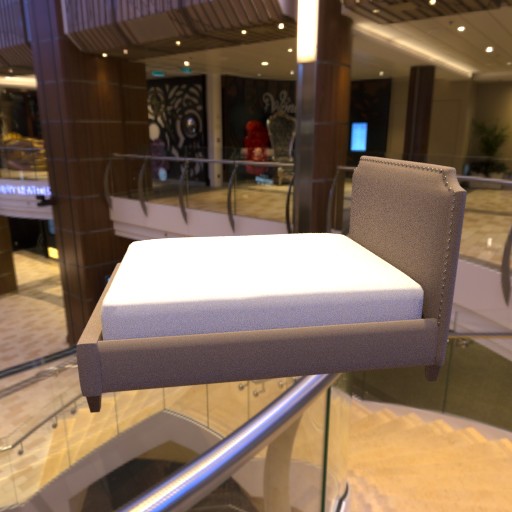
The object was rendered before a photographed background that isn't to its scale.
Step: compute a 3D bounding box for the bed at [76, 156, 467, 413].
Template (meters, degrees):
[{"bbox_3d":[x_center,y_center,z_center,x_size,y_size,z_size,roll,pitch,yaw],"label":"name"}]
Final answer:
[{"bbox_3d":[0.000,0.000,3.457,2.372,1.443,1.713,-2,16,-9],"label":"bed"}]
